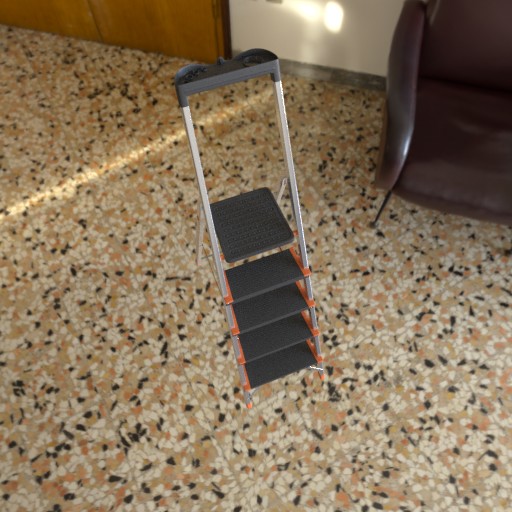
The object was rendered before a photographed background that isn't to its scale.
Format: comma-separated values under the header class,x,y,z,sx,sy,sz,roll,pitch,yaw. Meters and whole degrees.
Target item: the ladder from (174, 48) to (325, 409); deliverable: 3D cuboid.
class,x,y,z,sx,sy,sz,roll,pitch,yaw
ladder,0.000,0.000,2.009,0.480,1.646,0.995,-19,65,-9
